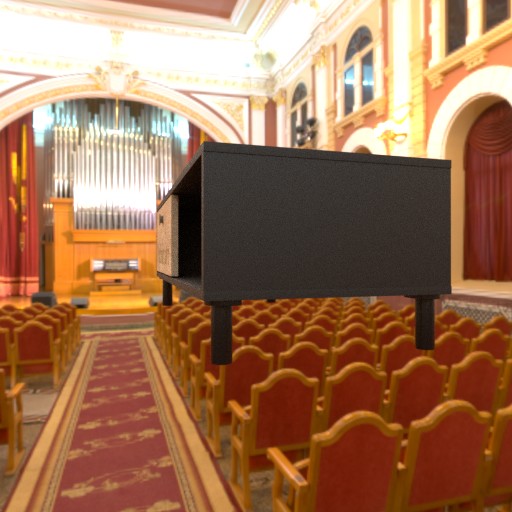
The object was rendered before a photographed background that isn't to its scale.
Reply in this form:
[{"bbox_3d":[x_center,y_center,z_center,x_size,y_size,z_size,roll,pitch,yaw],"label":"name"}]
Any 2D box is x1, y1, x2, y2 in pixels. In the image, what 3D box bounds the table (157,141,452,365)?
[{"bbox_3d":[0.000,0.000,1.380,0.550,0.400,1.100,0,0,-17],"label":"table"}]
